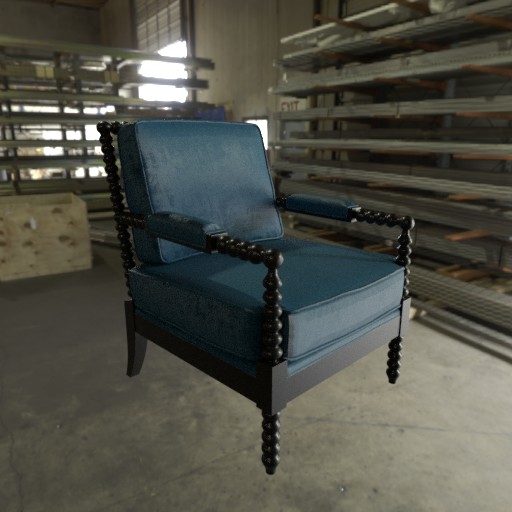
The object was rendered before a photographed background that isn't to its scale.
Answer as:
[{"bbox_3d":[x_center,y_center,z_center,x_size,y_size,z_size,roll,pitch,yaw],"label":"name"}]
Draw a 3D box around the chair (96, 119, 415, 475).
[{"bbox_3d":[0.000,0.000,1.431,0.688,0.857,0.805,-14,20,-43],"label":"chair"}]
